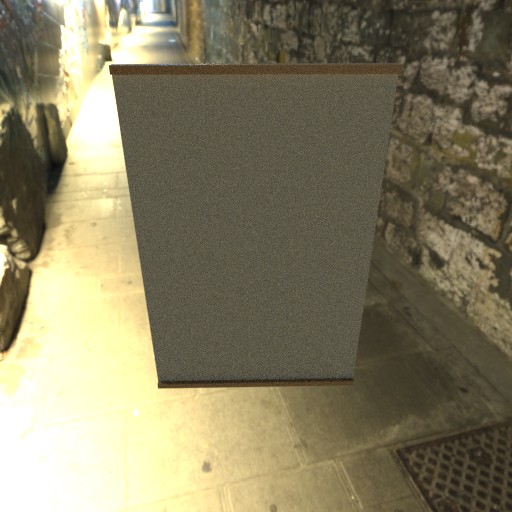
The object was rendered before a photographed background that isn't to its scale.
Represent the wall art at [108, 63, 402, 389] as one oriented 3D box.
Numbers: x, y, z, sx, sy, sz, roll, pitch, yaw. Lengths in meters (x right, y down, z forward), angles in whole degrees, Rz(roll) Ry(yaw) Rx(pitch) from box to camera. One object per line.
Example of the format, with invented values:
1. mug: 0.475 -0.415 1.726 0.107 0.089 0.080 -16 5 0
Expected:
1. wall art: 0.000 0.000 1.277 0.669 1.020 0.027 -1 30 -1
